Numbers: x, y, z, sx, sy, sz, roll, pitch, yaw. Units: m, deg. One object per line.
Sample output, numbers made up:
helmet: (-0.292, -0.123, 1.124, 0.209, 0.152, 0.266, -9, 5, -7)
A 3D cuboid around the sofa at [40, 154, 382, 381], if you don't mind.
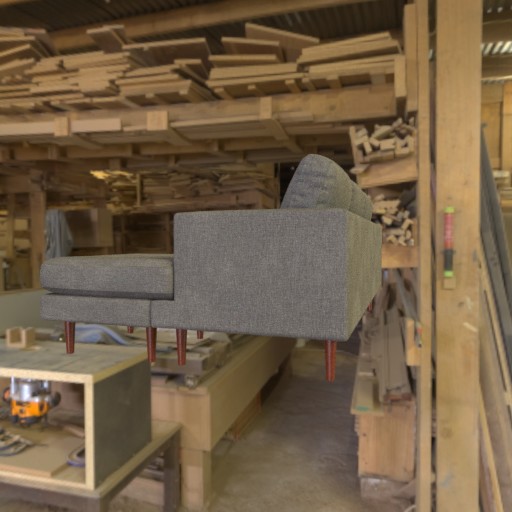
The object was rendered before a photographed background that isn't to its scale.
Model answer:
sofa: (0.000, 0.000, 2.973, 1.504, 0.956, 2.233, 1, 2, 19)
